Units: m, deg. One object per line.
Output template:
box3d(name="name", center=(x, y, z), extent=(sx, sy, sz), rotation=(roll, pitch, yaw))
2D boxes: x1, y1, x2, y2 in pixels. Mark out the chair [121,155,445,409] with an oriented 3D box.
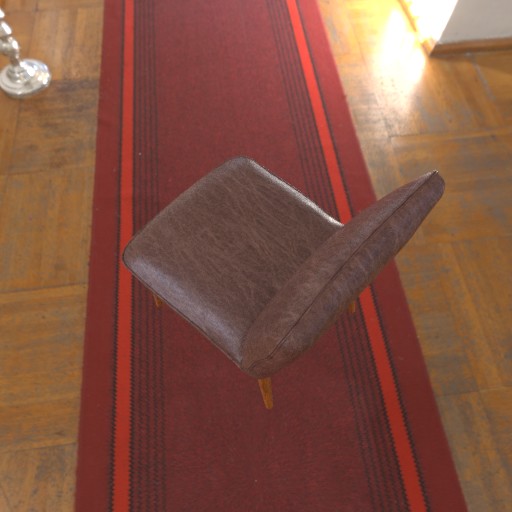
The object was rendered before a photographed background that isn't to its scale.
box3d(name="chair", center=(0.000, 0.000, 1.224), extent=(0.645, 0.803, 0.543), rotation=(35, 68, 16))
